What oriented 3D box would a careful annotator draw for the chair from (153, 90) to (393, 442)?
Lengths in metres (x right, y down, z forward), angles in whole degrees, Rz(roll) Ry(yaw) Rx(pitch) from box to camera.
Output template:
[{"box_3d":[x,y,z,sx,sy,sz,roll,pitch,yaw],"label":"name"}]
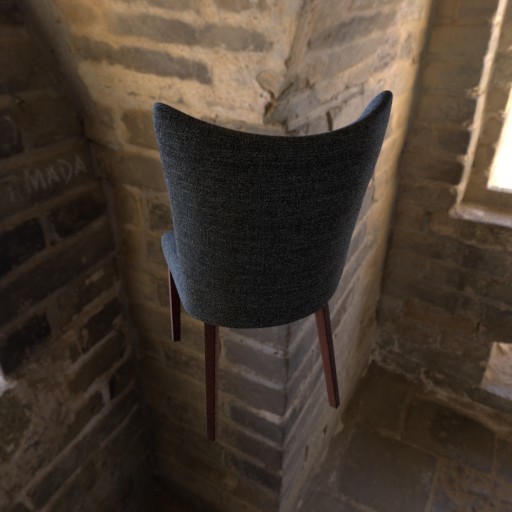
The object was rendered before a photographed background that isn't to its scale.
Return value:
[{"box_3d":[0.000,0.000,1.280,0.535,0.924,0.623,-9,29,-16],"label":"chair"}]
